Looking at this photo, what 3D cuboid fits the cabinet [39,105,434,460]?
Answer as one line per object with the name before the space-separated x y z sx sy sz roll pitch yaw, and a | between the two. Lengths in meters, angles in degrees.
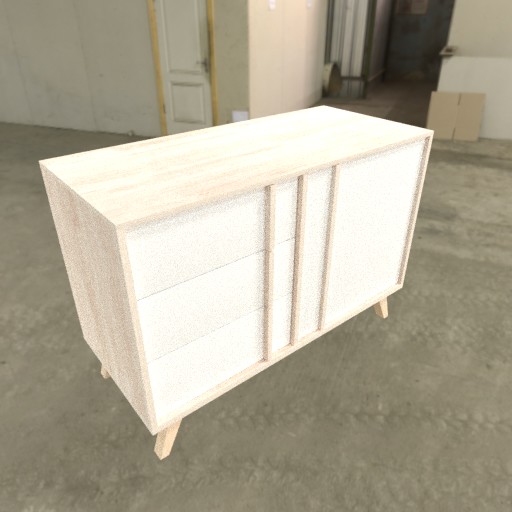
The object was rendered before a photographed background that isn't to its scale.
cabinet | 0.000 0.000 1.531 1.110 0.780 0.500 -22 37 -33
